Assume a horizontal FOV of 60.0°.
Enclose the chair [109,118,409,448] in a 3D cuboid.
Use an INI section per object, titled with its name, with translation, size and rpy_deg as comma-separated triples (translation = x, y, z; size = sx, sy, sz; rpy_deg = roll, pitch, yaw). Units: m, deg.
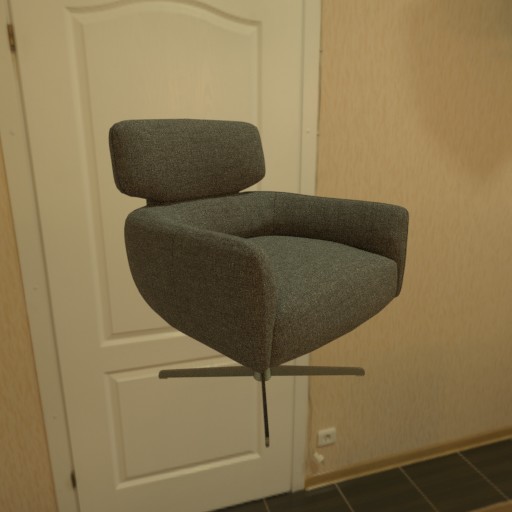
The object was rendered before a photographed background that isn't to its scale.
[chair]
translation = 0.000, 0.000, 1.355
size = 0.715, 0.812, 0.706
rpy_deg = 15, 22, 41
